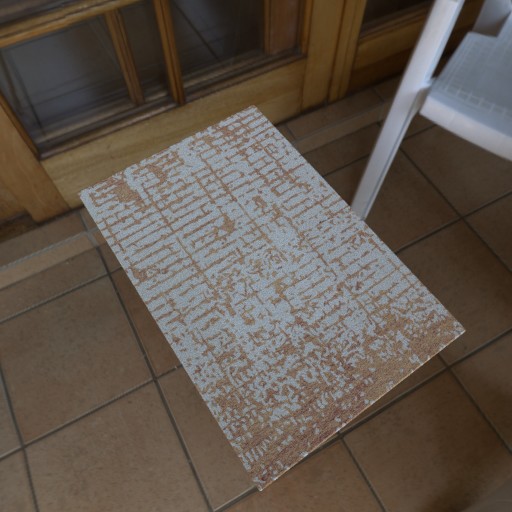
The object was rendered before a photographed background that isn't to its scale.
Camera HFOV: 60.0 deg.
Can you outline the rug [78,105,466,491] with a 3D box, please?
[{"bbox_3d":[0.000,0.000,2.341,1.219,0.011,1.829,-31,67,-15],"label":"rug"}]
